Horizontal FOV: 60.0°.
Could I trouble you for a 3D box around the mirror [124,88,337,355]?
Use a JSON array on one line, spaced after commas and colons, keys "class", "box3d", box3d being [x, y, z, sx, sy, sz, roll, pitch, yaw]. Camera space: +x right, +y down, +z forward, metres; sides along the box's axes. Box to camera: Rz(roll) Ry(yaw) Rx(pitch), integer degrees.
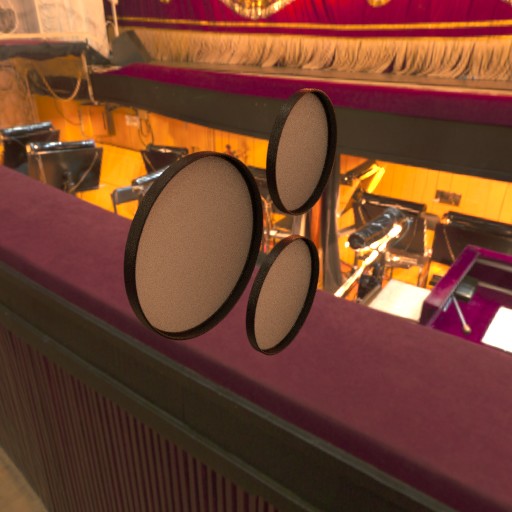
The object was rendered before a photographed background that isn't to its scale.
[{"class": "mirror", "box3d": [0.000, 0.000, 3.113, 0.076, 2.096, 2.160, 18, 32, 31]}]
